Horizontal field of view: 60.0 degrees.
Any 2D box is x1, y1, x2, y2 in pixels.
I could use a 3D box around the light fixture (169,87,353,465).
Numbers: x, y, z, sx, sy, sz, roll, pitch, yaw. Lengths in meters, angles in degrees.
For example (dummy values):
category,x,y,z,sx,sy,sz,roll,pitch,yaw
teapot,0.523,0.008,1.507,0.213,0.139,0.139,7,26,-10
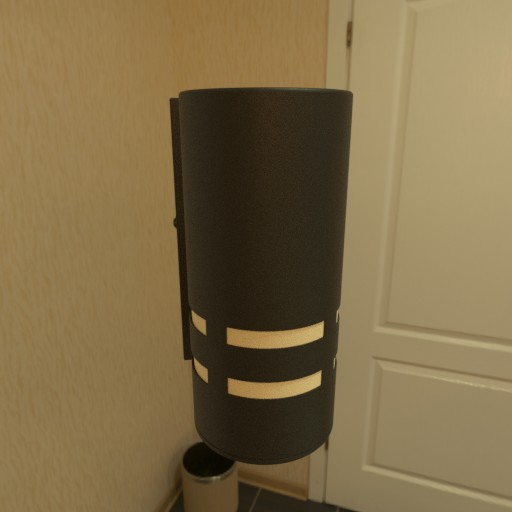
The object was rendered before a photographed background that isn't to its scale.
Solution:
category,x,y,z,sx,sy,sz,roll,pitch,yaw
light fixture,0.000,0.000,0.261,0.098,0.179,0.138,-3,18,-9
